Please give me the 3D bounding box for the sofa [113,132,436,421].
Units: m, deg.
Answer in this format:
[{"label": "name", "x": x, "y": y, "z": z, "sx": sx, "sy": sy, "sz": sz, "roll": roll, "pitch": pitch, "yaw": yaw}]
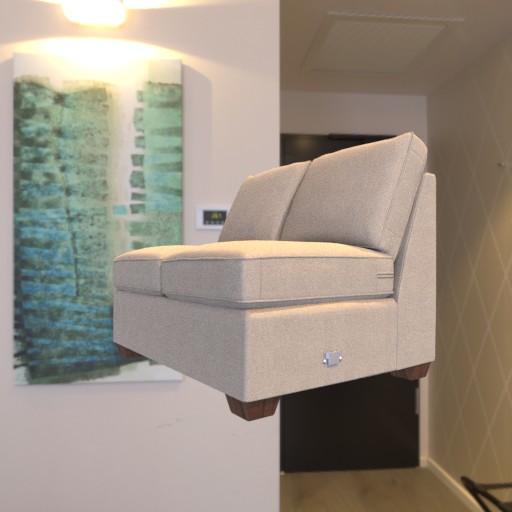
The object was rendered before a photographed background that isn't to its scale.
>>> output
[{"label": "sofa", "x": 0.000, "y": 0.000, "z": 2.047, "sx": 0.978, "sy": 1.006, "sz": 1.232, "roll": 0, "pitch": -1, "yaw": -36}]
